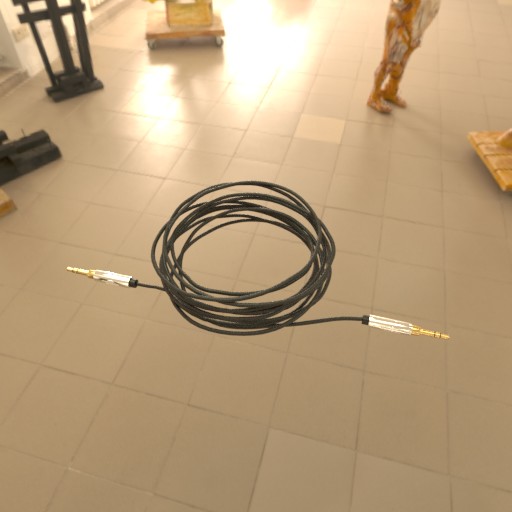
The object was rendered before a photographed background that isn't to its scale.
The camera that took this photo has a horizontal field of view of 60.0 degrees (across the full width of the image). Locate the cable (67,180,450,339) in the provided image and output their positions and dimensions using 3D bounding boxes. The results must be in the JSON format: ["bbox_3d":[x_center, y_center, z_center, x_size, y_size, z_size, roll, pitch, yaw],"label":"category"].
[{"bbox_3d":[0.000,0.000,0.500,0.432,0.069,0.198,11,48,10],"label":"cable"}]
